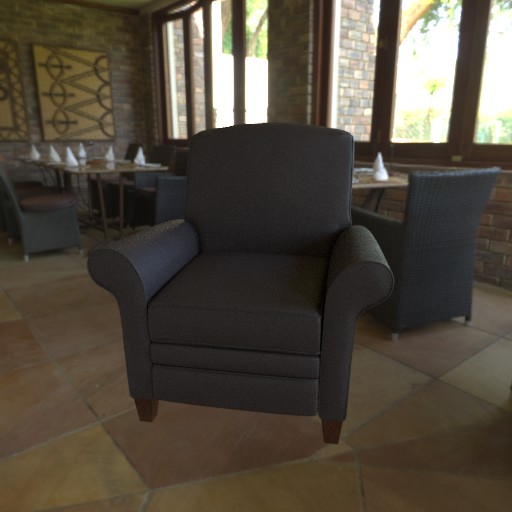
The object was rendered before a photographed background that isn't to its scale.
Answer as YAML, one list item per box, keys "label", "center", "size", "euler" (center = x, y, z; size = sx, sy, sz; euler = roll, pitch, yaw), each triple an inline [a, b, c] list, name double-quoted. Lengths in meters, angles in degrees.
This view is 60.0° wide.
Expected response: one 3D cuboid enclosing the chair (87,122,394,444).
- label: "chair"
  center: [0.000, 0.000, 1.803]
  size: [0.978, 1.061, 0.902]
  euler: [3, 16, 10]
